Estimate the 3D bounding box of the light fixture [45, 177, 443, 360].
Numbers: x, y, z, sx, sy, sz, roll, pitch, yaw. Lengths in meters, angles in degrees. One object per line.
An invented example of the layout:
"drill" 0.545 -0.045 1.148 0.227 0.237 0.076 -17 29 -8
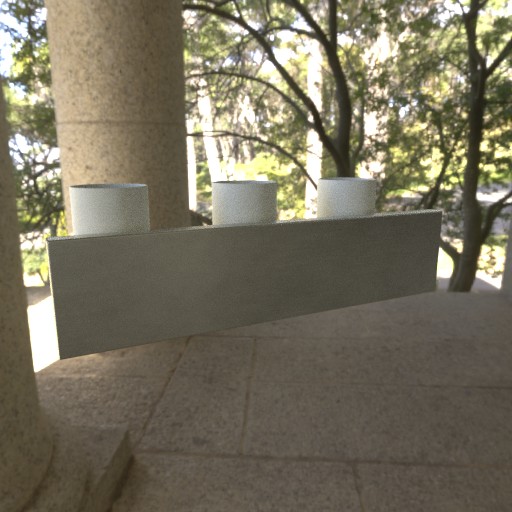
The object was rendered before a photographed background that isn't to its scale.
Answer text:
"light fixture" 0.000 0.000 0.530 0.451 0.172 0.145 -6 14 -26
